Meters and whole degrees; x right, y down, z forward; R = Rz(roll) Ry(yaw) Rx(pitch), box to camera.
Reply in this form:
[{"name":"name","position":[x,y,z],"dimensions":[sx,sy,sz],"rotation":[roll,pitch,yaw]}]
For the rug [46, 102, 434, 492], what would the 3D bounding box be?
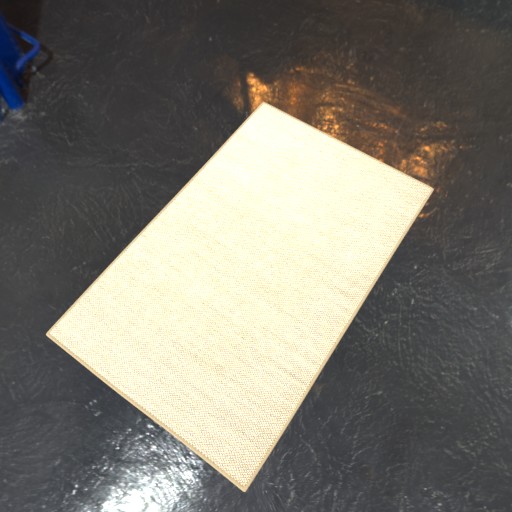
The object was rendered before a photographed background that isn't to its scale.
[{"name":"rug","position":[0.000,0.000,2.086],"dimensions":[1.062,0.013,1.667],"rotation":[32,67,15]}]
